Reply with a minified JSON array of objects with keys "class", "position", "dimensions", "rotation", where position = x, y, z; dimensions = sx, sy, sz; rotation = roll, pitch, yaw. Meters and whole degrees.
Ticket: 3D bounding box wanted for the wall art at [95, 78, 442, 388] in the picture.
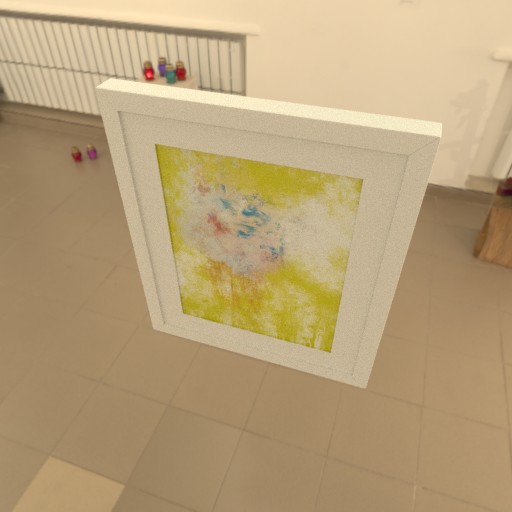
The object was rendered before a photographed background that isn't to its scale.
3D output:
[{"class":"wall art","position":[0.000,0.000,0.540],"dimensions":[0.331,0.381,0.028],"rotation":[13,43,14]}]
